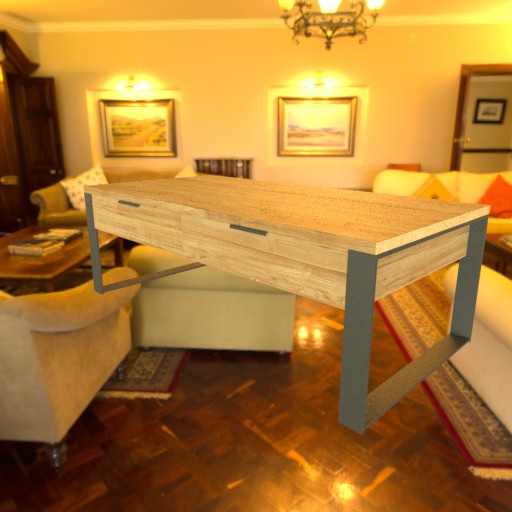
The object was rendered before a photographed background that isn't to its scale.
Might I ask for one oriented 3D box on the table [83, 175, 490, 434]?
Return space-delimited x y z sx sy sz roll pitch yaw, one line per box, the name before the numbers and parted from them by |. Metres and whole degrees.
table | 0.000 0.000 1.437 0.590 0.400 1.180 -15 22 -43
